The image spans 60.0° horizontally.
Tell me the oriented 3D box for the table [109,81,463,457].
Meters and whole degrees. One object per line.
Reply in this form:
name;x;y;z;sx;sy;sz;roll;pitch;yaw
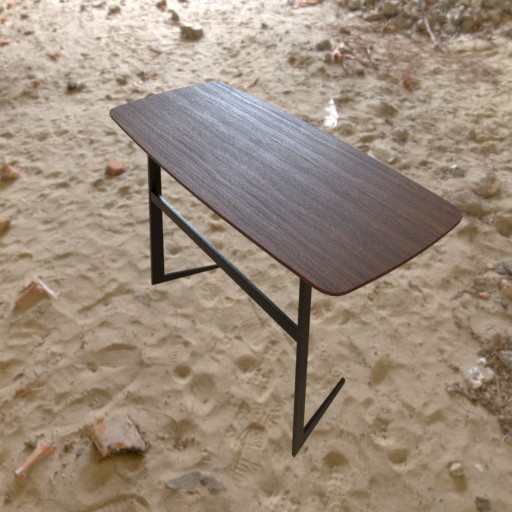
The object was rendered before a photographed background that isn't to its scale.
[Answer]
table;0.000;0.000;1.113;0.361;0.576;0.804;-27;48;-27
